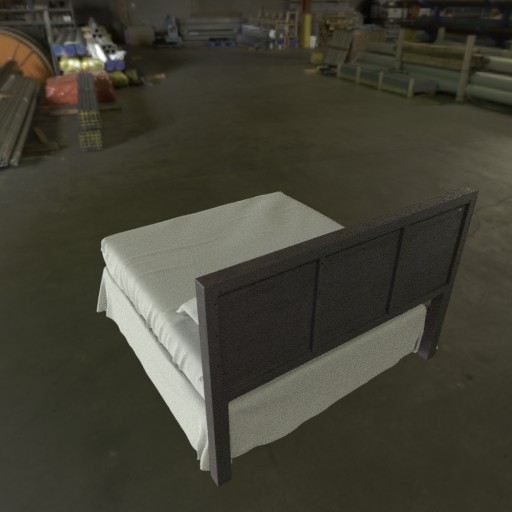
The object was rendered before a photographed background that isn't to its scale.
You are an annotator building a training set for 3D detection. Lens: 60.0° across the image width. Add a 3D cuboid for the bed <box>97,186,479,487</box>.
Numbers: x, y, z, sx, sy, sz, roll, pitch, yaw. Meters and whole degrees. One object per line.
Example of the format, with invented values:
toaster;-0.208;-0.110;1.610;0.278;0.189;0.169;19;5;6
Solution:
bed;0.000;0.000;2.837;1.772;1.142;1.785;-19;35;-29
